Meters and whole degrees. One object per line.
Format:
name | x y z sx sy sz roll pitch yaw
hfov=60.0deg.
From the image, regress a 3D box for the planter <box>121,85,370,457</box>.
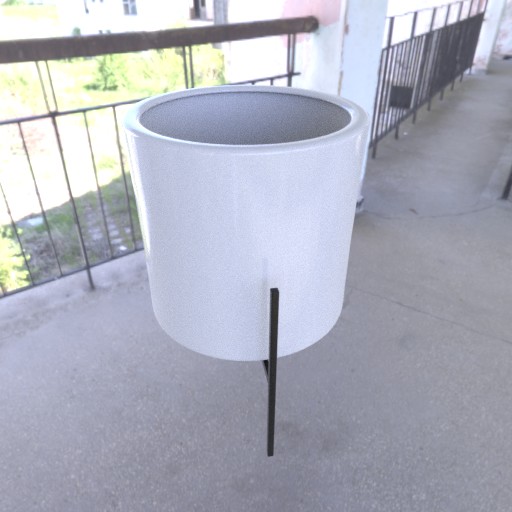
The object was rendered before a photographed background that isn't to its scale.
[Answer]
planter | 0.000 0.000 0.733 0.361 0.480 0.360 -21 38 -30
